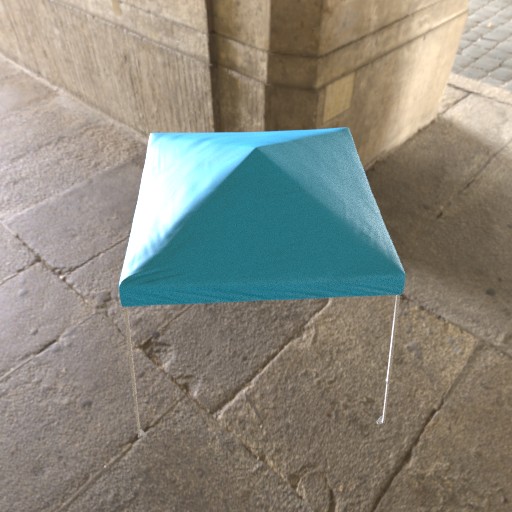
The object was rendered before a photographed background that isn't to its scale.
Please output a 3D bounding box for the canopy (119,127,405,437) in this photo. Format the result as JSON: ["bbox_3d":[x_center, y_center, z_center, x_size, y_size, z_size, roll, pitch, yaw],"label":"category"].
[{"bbox_3d":[0.000,0.000,5.066,2.849,2.849,2.848,-2,46,-2],"label":"canopy"}]
